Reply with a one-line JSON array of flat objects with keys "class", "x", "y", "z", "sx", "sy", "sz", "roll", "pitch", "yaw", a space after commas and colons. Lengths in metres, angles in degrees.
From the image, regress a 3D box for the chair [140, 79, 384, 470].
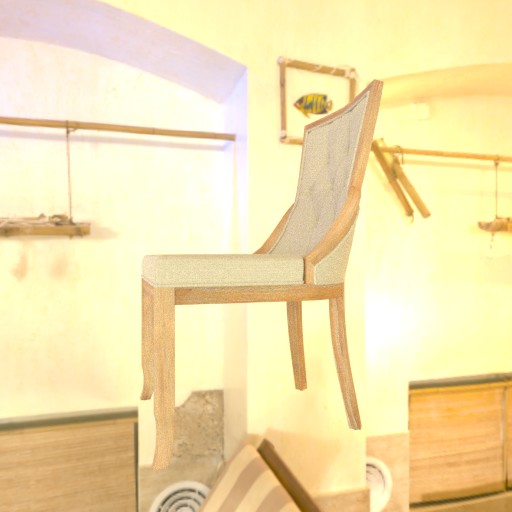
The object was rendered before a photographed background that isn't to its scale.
[{"class": "chair", "x": 0.000, "y": 0.000, "z": 1.320, "sx": 0.641, "sy": 0.947, "sz": 0.524, "roll": 0, "pitch": 0, "yaw": -18}]
